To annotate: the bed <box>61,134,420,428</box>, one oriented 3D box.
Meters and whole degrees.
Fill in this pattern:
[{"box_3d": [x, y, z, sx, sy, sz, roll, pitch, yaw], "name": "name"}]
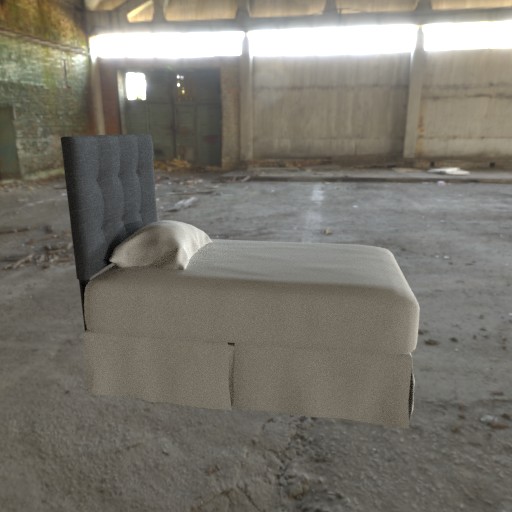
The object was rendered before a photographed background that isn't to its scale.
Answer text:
[{"box_3d": [0.000, 0.000, 2.983, 1.997, 1.571, 1.261, 2, 16, 9], "name": "bed"}]
